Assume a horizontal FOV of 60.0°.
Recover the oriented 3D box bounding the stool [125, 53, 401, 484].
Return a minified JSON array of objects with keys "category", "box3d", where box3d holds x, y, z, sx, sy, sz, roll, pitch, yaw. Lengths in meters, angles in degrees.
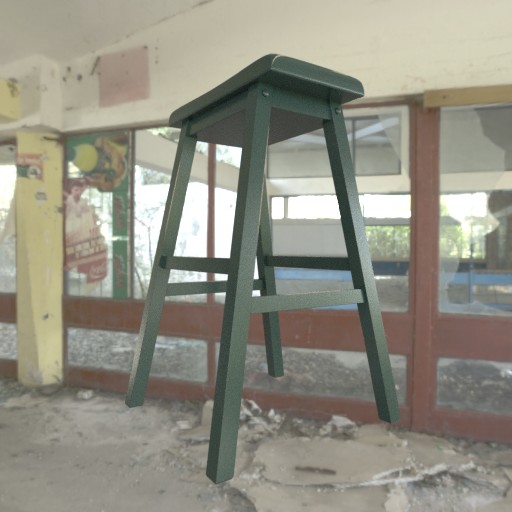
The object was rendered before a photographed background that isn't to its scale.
[{"category":"stool","box3d":[0.000,0.000,1.040,0.476,0.737,0.457,-1,1,-35]}]
